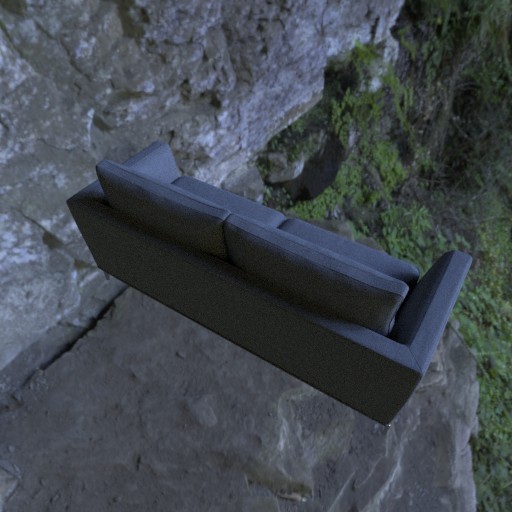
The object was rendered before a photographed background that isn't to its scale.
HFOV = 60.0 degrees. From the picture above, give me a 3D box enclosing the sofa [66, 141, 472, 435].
[{"bbox_3d":[0.000,0.000,2.689,2.212,1.002,0.869,24,50,22],"label":"sofa"}]
